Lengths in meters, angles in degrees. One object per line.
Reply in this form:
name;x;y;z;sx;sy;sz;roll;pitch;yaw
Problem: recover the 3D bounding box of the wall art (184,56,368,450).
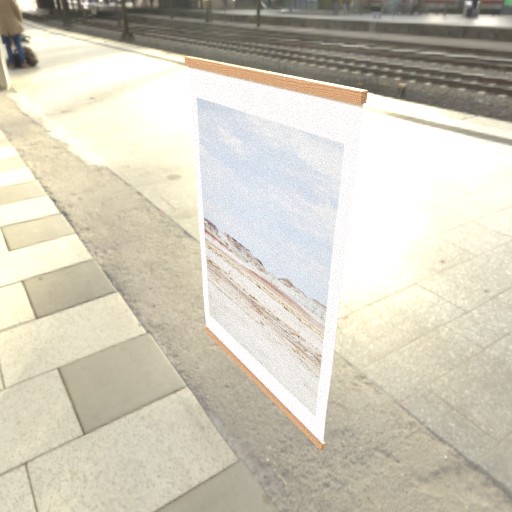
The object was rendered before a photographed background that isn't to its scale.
wall art;0.000;0.000;1.948;0.025;1.521;1.011;-20;36;-31
